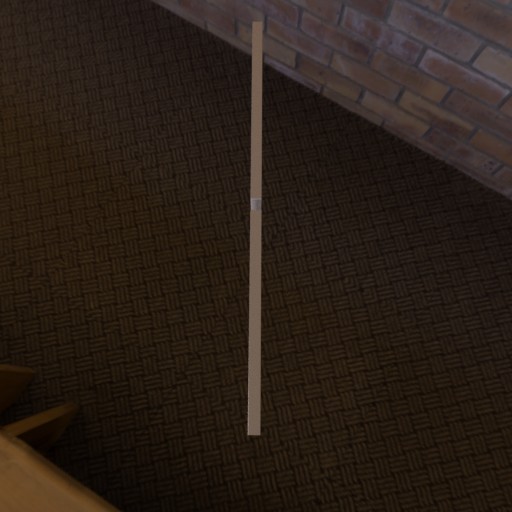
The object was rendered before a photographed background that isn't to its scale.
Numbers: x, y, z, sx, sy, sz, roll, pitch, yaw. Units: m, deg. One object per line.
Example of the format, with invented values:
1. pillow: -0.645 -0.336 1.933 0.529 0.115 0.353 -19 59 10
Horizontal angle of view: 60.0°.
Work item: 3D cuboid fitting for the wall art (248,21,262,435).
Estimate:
1. wall art: 0.000 0.000 1.690 0.029 1.118 1.118 0 76 0
